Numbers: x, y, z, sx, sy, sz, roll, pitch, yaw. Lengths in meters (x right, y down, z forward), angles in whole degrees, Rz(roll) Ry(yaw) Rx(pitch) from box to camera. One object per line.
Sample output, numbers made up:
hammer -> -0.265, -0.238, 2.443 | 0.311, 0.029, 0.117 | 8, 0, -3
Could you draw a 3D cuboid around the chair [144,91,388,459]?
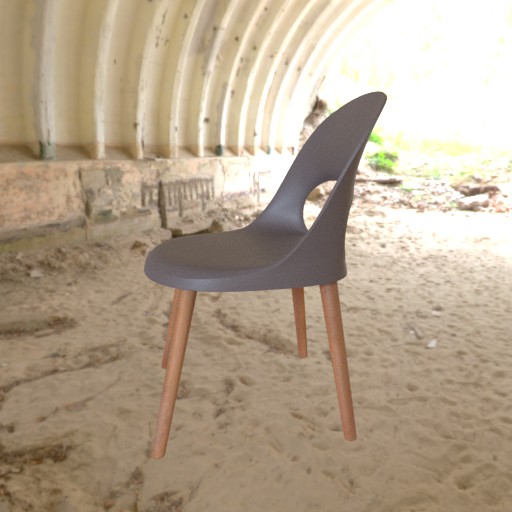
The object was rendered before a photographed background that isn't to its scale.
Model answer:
chair -> 0.000, 0.000, 1.130 | 0.556, 0.794, 0.470 | -2, 13, -9
